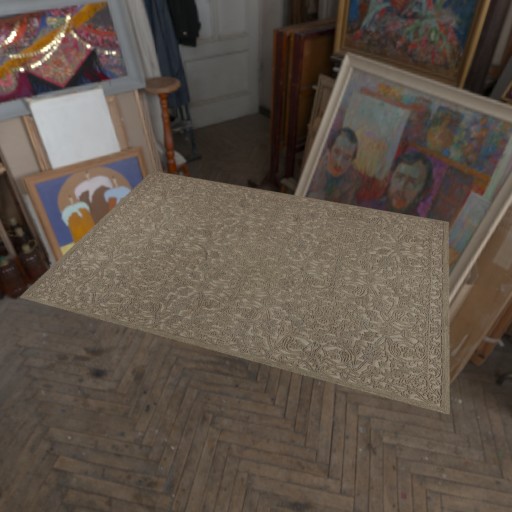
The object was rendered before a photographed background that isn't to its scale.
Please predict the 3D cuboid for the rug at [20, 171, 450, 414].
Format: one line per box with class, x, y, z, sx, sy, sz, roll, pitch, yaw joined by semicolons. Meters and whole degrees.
rug;0.000;0.000;2.214;1.827;0.006;1.221;12;41;14
